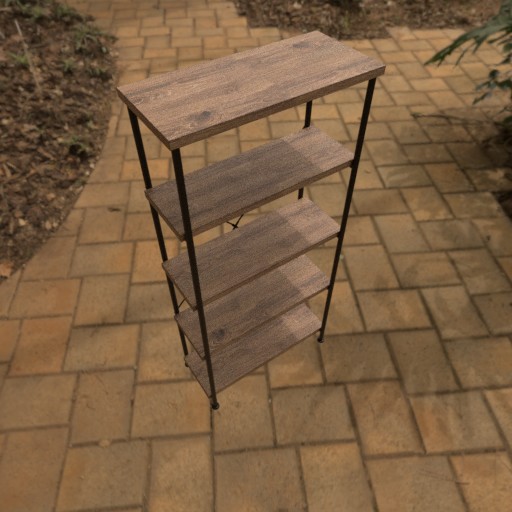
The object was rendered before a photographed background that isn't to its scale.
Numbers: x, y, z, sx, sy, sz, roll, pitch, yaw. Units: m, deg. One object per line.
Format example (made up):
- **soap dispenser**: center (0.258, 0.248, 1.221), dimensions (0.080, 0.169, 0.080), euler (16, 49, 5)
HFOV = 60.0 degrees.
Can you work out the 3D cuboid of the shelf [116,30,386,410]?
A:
- **shelf**: center (0.000, 0.000, 2.042), dimensions (0.800, 1.700, 0.360), euler (-27, 53, -22)
